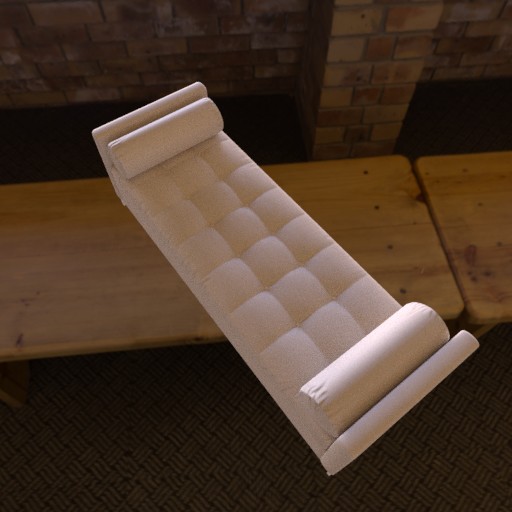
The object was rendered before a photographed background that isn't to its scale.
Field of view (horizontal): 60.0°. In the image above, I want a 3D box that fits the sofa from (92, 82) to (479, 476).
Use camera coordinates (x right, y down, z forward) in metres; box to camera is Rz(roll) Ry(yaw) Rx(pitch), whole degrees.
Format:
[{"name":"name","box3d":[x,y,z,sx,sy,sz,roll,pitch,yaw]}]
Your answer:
[{"name":"sofa","box3d":[0.000,0.000,2.262,0.686,0.635,1.981,-33,64,-19]}]
